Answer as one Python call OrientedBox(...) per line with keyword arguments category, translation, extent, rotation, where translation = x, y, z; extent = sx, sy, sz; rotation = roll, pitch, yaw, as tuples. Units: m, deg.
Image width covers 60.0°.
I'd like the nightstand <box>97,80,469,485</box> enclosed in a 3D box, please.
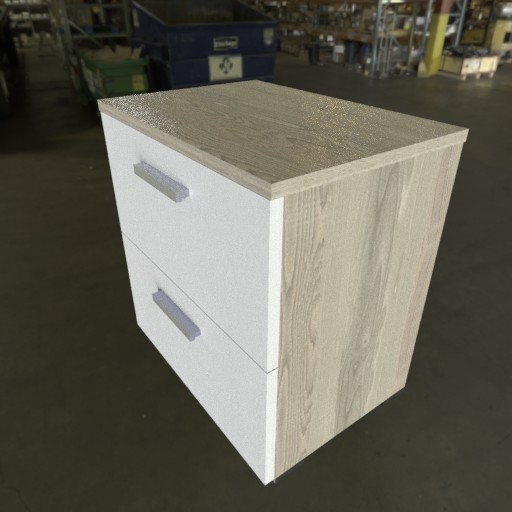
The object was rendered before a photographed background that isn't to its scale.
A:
OrientedBox(category="nightstand", translation=(0.000, 0.000, 0.733), extent=(0.325, 0.461, 0.442), rotation=(-21, 36, -31))
